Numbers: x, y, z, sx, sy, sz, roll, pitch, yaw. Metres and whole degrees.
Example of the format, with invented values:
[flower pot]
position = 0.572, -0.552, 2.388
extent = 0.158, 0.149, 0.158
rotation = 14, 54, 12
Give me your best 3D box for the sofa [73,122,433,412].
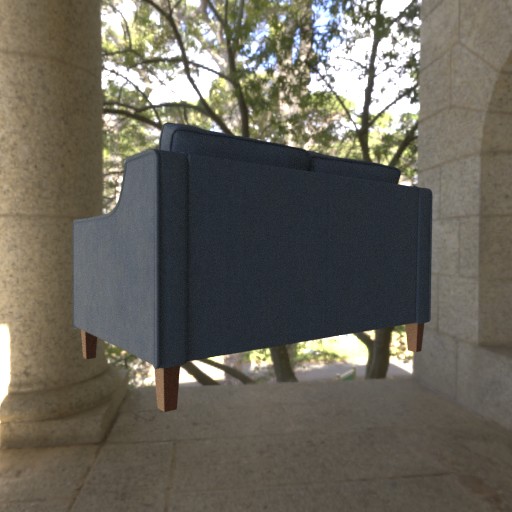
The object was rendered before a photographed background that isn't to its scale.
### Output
[sofa]
position = 0.000, 0.000, 2.192
extent = 1.501, 0.971, 0.987
rotation = -1, 1, -37
